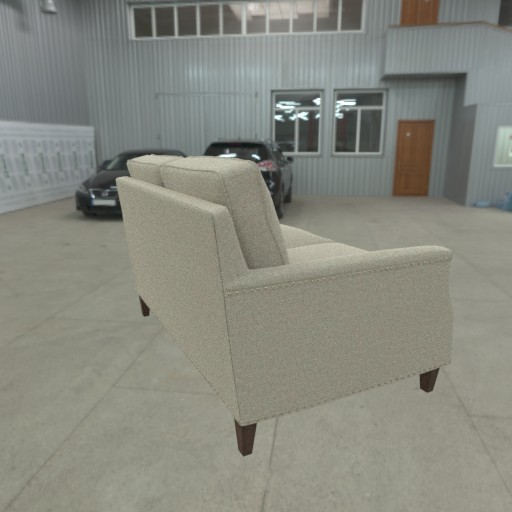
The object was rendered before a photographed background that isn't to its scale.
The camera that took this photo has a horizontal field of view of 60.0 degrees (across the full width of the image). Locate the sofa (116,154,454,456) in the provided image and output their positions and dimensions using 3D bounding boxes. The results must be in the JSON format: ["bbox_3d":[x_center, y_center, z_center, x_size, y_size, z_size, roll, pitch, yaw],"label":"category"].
[{"bbox_3d":[0.000,0.000,2.233,1.084,1.003,1.597,-7,16,-26],"label":"sofa"}]
